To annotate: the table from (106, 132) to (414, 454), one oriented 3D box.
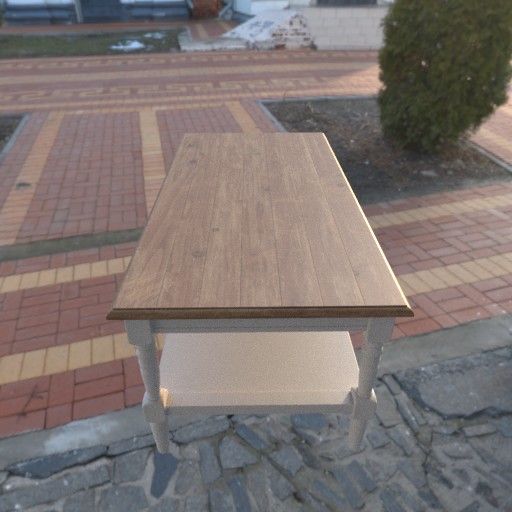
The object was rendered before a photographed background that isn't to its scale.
[{"bbox_3d":[0.000,0.000,1.390,0.559,0.458,1.118,0,32,-1],"label":"table"}]
